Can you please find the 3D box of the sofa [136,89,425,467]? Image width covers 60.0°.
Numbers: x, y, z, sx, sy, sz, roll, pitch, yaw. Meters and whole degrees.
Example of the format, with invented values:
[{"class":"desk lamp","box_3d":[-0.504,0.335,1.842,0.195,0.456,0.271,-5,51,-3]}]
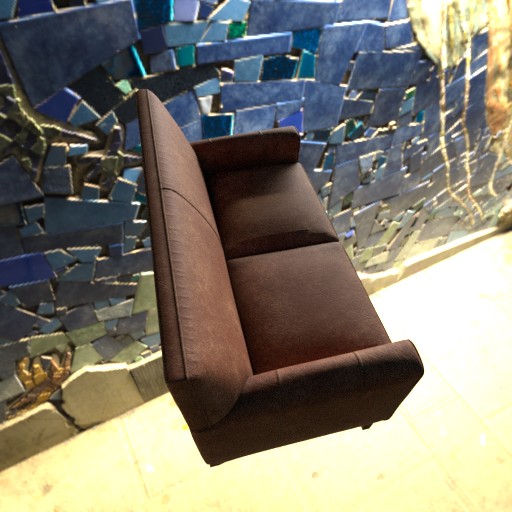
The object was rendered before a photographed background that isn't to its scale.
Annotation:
[{"class":"sofa","box_3d":[0.000,0.000,1.905,0.787,0.871,1.473,-10,48,-9]}]
